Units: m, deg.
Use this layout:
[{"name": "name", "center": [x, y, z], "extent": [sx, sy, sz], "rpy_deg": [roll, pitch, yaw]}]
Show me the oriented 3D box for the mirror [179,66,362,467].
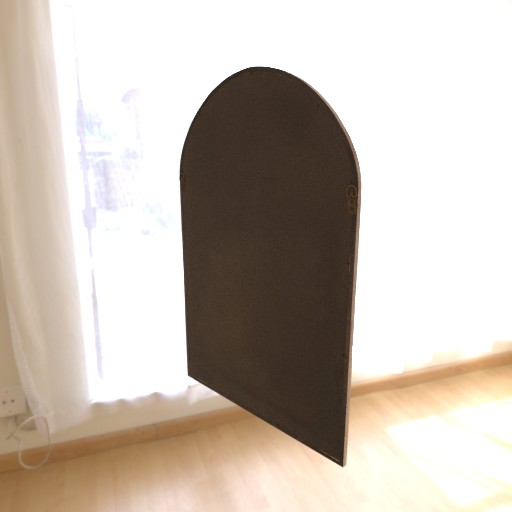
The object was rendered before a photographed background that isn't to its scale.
[{"name": "mirror", "center": [0.000, 0.000, 1.152], "extent": [0.032, 0.915, 0.609], "rpy_deg": [-14, 19, -43]}]
